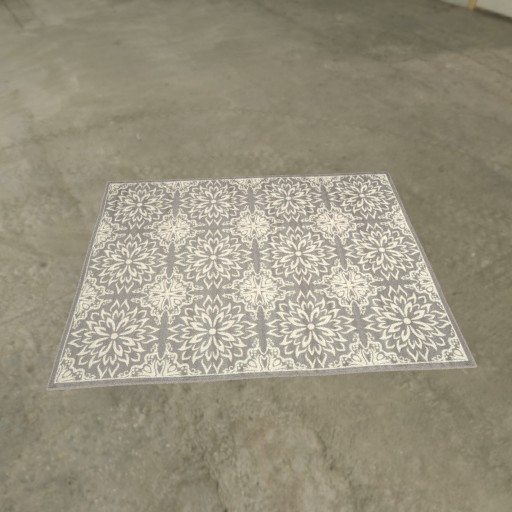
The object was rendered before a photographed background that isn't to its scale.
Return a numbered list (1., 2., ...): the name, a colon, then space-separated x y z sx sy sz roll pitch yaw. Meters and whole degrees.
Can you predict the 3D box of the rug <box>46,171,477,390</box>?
1. rug: 0.000 0.000 3.875 2.980 0.012 2.363 -2 46 -2
